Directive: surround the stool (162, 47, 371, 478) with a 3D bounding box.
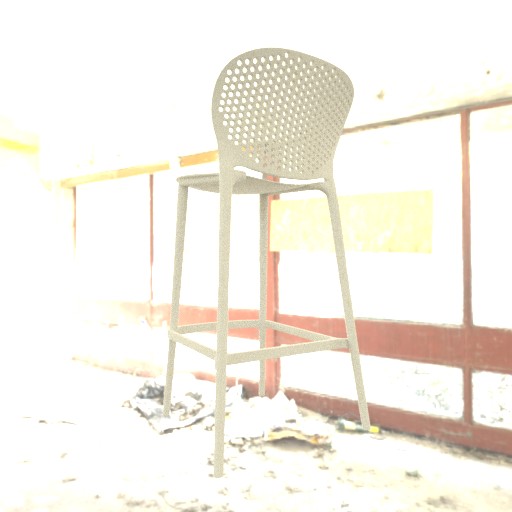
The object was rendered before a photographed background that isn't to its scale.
[{"bbox_3d":[0.000,0.000,1.368,0.536,1.045,0.535,1,-1,-35],"label":"stool"}]
